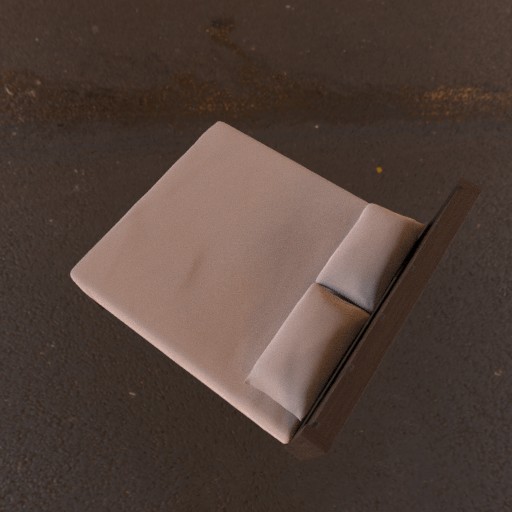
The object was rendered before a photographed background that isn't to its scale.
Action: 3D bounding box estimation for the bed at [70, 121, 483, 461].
[{"bbox_3d":[0.000,0.000,3.070,1.992,1.261,1.735,33,68,15],"label":"bed"}]
